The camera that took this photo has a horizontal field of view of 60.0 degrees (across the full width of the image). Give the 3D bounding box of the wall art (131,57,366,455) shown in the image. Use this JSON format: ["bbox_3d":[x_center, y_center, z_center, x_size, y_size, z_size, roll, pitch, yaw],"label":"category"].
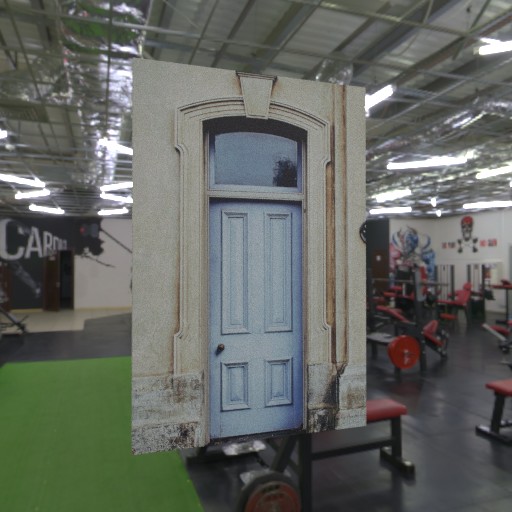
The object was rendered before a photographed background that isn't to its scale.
[{"bbox_3d":[0.000,0.000,0.944,0.508,0.764,0.038,0,-1,-17],"label":"wall art"}]
